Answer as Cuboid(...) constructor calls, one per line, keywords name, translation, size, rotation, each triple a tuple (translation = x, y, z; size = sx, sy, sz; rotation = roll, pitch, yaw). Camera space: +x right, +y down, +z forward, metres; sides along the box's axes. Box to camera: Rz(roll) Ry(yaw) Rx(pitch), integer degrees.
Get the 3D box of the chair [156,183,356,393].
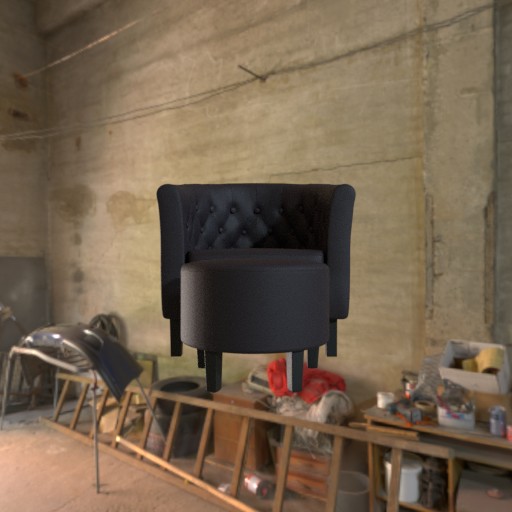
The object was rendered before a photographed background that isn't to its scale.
Cuboid(name="chair", translation=(0.000, 0.000, 1.744), size=(0.763, 0.760, 1.191), rotation=(0, 0, 0))
